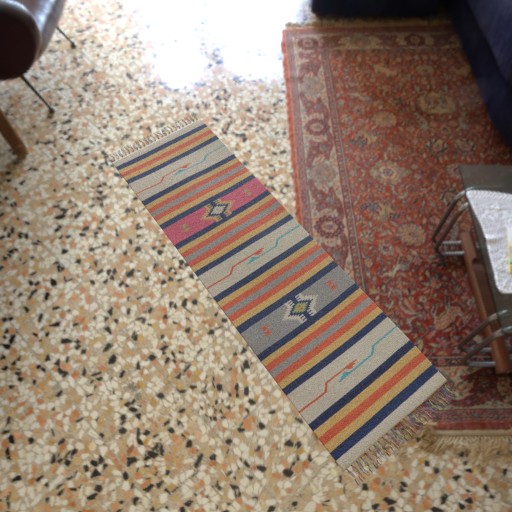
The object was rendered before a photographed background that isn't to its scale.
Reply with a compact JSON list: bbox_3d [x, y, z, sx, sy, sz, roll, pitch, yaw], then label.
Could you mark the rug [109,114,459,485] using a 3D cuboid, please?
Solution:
[{"bbox_3d":[0.000,0.000,2.577,0.695,0.017,2.455,-32,64,-17],"label":"rug"}]
